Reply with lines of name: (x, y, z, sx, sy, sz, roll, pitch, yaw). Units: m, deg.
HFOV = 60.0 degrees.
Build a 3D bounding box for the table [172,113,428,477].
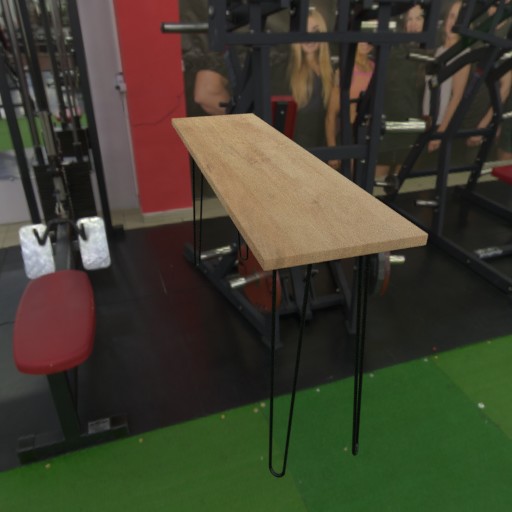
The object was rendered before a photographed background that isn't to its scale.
table: (0.000, 0.000, 1.748, 0.399, 0.799, 1.400, -9, 30, -15)
